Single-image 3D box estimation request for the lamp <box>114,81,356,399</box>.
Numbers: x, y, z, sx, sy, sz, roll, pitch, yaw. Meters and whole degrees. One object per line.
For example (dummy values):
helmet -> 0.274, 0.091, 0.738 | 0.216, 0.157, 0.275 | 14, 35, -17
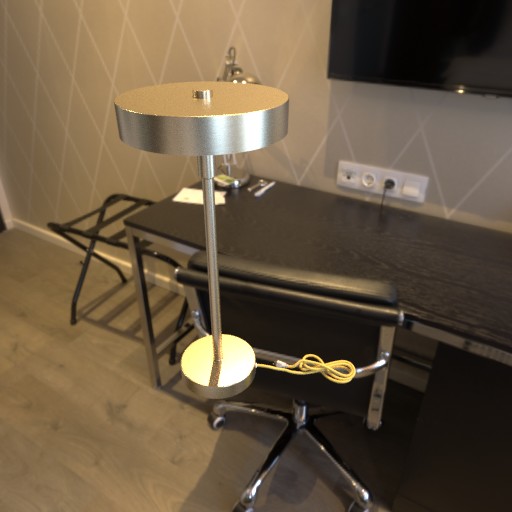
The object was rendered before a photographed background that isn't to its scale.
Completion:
lamp -> 0.000, 0.000, 0.711 | 0.369, 0.508, 0.229 | 1, 31, 2
